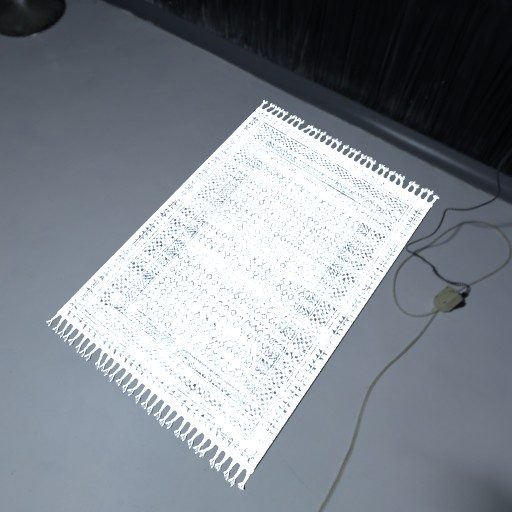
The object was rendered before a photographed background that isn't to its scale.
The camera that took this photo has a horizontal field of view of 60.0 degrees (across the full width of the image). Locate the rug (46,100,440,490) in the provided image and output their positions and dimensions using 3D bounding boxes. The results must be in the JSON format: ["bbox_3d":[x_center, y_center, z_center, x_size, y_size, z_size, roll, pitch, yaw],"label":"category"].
[{"bbox_3d":[0.000,0.000,2.357,1.243,0.013,1.872,34,69,15],"label":"rug"}]
